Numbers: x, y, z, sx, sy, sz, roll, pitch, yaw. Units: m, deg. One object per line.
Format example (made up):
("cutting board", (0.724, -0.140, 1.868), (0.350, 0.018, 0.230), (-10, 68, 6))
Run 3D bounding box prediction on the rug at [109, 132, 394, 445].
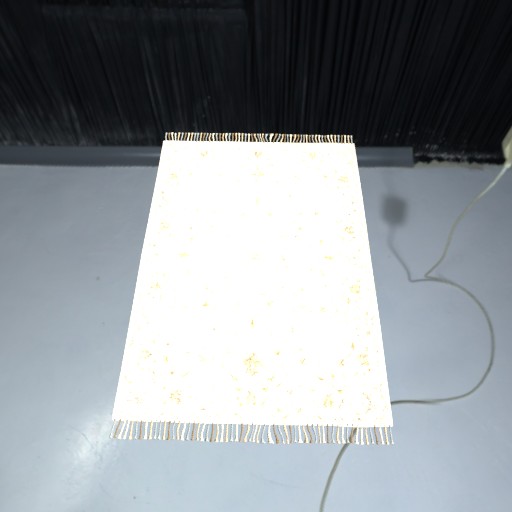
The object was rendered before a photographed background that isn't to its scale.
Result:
("rug", (0.000, 0.000, 2.361), (1.218, 0.017, 1.861), (1, 58, 1))
